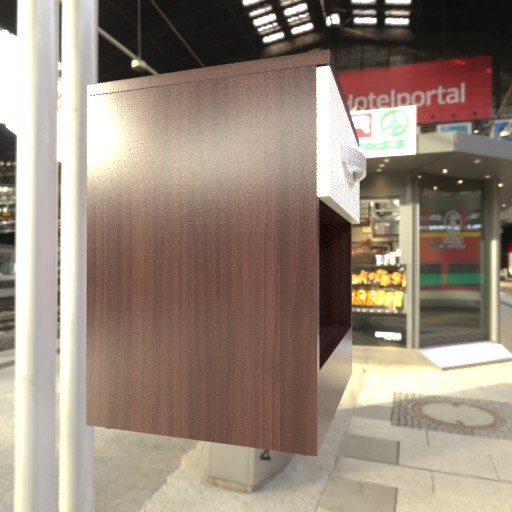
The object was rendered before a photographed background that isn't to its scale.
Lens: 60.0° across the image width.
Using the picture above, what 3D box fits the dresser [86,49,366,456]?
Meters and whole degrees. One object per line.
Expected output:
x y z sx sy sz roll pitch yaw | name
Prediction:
0.000 0.000 0.744 0.360 0.470 0.400 0 -1 18 | dresser
